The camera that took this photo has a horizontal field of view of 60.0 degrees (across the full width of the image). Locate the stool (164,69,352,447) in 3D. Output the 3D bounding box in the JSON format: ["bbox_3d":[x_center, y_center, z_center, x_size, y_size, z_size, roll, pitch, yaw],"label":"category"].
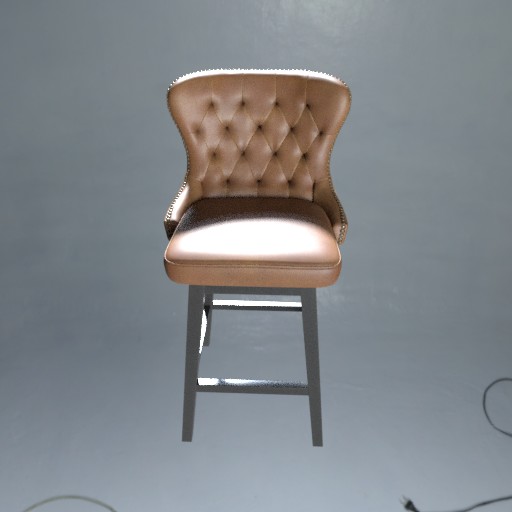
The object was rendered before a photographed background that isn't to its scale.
[{"bbox_3d":[0.000,0.000,1.338,0.528,0.971,0.593,1,31,2],"label":"stool"}]
